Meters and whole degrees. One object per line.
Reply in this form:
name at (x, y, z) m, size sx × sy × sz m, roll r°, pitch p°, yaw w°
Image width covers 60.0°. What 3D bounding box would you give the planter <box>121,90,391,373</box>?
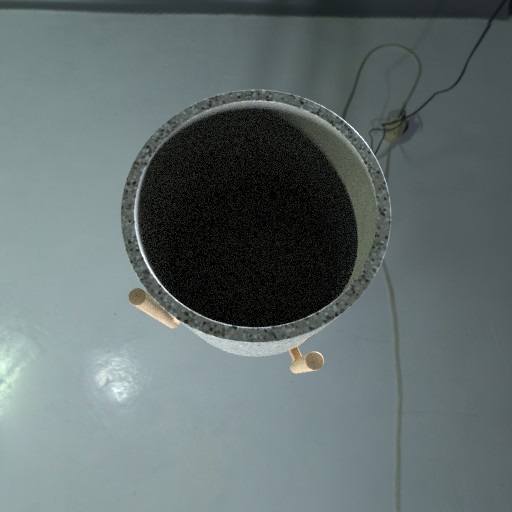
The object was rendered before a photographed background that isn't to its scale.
planter at (0.000, 0.000, 0.699) m, size 0.360 × 0.419 × 0.360 m, roll -3°, pitch 74°, yaw -1°
